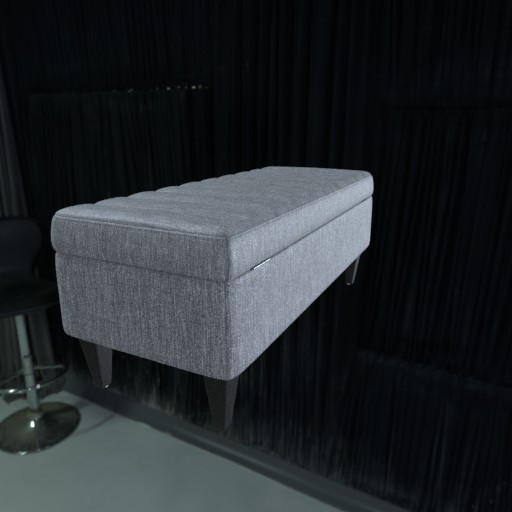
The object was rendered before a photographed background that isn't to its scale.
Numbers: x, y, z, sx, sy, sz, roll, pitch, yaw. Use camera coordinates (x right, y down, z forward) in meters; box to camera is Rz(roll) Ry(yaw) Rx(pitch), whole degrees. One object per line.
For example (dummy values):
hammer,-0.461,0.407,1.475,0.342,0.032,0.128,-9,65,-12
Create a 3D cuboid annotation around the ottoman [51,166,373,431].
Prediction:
ottoman,0.000,0.000,1.431,0.482,0.469,1.151,8,19,26
